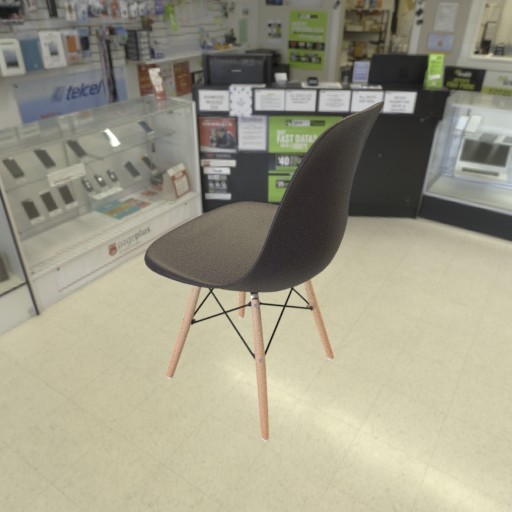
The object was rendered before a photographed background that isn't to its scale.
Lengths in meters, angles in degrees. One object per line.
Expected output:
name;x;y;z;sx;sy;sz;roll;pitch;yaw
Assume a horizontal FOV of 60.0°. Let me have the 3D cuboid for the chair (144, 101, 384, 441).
chair;0.000;0.000;1.164;0.533;0.825;0.470;21;37;30
